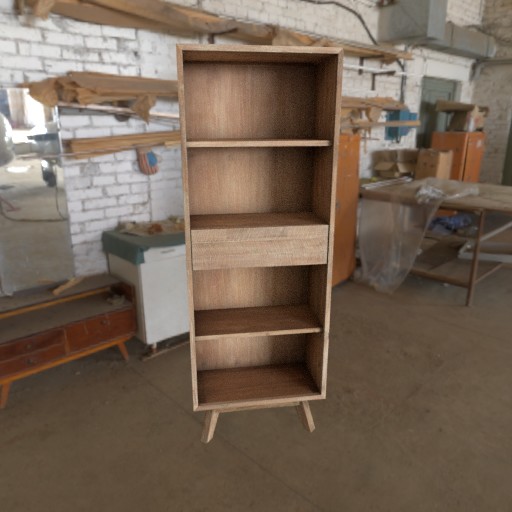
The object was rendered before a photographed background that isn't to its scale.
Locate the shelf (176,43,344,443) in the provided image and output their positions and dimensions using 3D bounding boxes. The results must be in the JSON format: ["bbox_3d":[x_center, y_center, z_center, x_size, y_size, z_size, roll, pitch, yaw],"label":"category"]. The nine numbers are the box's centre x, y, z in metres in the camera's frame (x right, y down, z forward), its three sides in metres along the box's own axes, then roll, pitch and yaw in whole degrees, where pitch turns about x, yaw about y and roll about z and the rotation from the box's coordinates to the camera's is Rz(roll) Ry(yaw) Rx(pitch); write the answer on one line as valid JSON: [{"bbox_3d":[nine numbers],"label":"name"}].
[{"bbox_3d":[0.000,0.000,1.587,0.491,1.342,0.267,-3,17,-8],"label":"shelf"}]
